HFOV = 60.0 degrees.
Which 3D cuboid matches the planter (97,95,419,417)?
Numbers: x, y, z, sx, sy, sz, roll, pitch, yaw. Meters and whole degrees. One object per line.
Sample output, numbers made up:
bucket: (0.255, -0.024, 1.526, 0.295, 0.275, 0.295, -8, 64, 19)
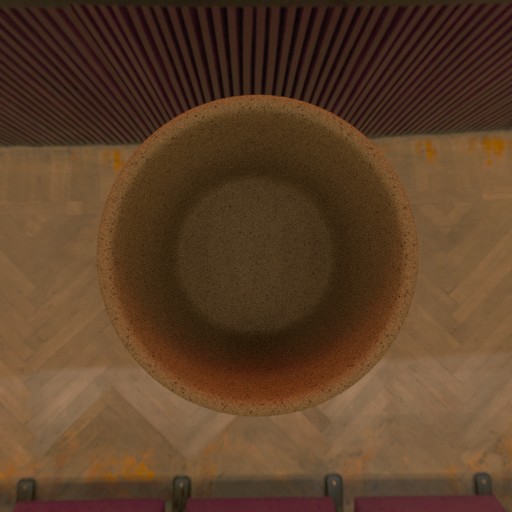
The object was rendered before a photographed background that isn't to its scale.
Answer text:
planter: (0.000, 0.000, 0.360, 0.191, 0.199, 0.191, 0, 90, -1)
